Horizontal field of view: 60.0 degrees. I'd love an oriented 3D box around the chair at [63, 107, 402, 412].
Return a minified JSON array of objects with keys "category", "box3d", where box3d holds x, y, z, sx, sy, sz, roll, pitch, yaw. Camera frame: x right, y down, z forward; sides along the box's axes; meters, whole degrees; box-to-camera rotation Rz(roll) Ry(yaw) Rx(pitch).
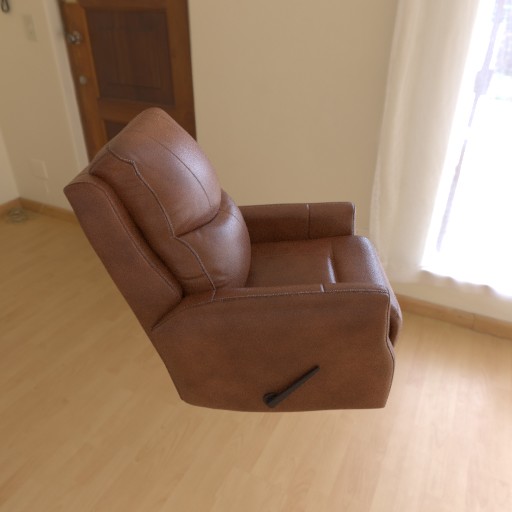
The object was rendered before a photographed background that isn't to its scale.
[{"category":"chair","box3d":[0.000,0.000,1.707,1.072,1.016,0.821,1,31,1]}]
